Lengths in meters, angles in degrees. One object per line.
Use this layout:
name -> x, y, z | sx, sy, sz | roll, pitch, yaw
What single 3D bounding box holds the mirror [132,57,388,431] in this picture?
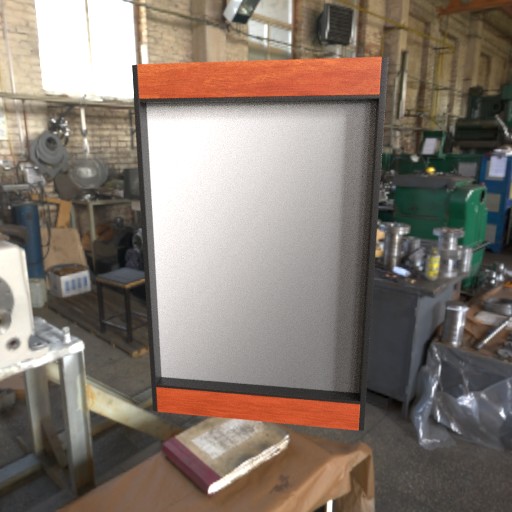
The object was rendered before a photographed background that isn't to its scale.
mirror -> 0.000, 0.000, 1.015 | 0.525, 0.823, 0.047 | 2, 14, 9
